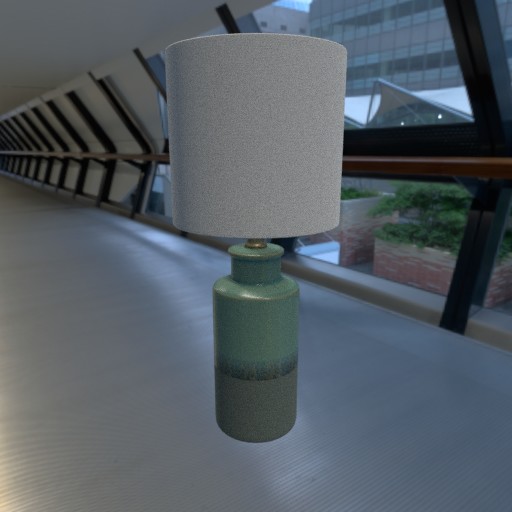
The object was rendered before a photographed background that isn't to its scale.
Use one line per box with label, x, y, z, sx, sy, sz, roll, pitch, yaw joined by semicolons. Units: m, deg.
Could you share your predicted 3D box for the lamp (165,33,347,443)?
lamp;0.000;0.000;0.586;0.212;0.493;0.212;2;15;9
